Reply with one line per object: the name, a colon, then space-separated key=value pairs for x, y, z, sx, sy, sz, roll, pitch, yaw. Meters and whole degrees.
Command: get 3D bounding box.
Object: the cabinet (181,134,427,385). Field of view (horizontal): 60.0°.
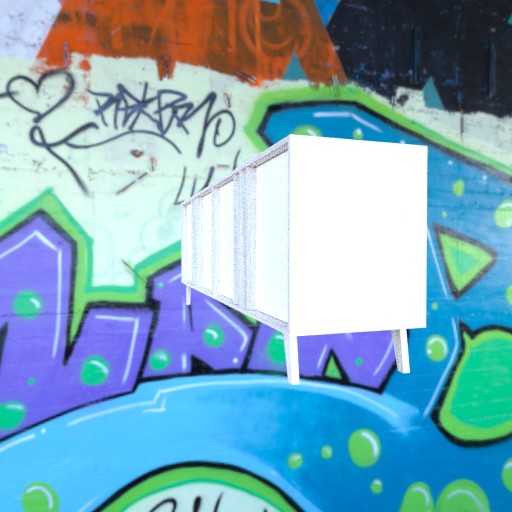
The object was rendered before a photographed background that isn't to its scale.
cabinet: x=0.000 y=0.000 z=2.473 sx=0.500 sy=0.780 sz=2.200 roll=0 pitch=1 yaw=-18
